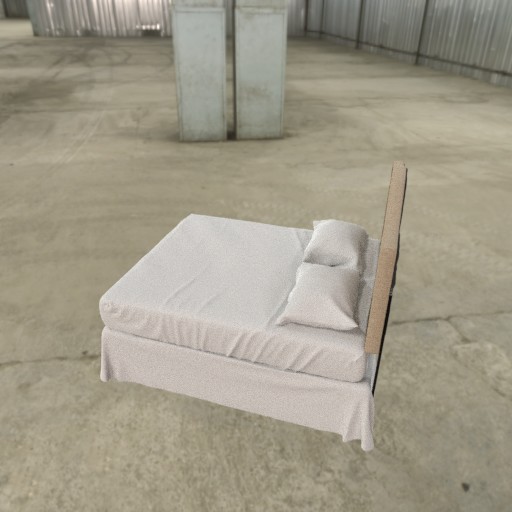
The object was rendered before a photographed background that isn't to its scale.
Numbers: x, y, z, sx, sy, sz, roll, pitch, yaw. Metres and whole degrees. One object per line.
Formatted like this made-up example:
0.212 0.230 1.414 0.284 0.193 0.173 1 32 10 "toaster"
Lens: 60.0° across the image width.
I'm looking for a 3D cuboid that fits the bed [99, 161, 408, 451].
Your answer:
0.000 0.000 3.573 2.221 1.645 1.876 9 31 15 "bed"
